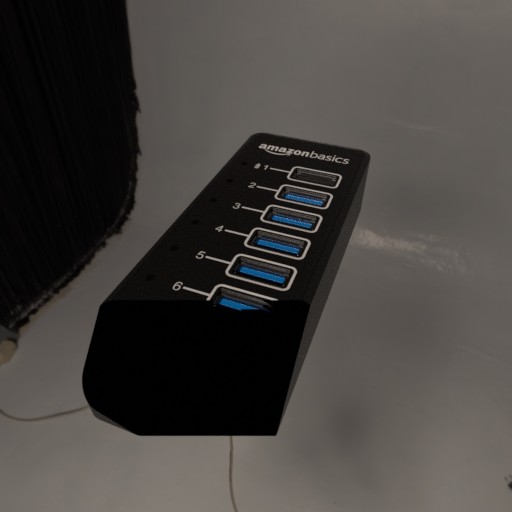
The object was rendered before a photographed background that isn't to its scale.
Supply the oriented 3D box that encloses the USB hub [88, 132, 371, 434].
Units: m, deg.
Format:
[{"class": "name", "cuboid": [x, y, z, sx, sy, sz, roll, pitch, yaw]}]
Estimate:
[{"class": "USB hub", "cuboid": [0.000, 0.000, 0.129, 0.044, 0.023, 0.110, 15, 43, 16]}]
